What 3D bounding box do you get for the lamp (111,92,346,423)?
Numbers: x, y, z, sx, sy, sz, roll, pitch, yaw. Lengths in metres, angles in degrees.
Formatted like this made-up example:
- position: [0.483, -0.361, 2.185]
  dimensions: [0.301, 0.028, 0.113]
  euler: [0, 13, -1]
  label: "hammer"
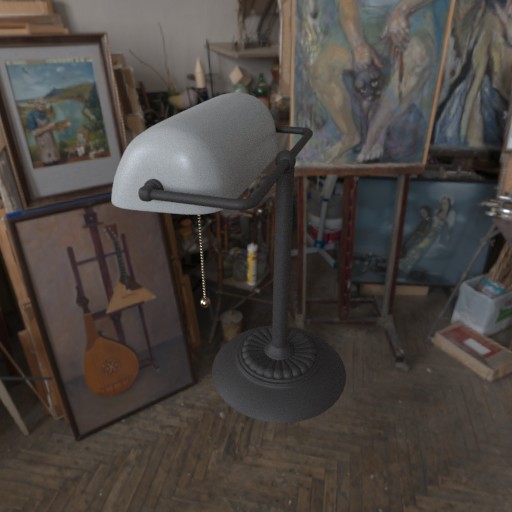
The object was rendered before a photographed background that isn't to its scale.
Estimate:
- position: [0.000, 0.000, 0.523]
  dimensions: [0.243, 0.339, 0.264]
  euler: [9, 31, 15]
  label: "lamp"
